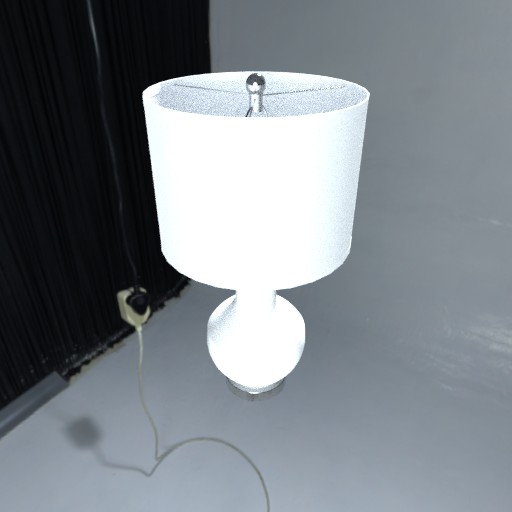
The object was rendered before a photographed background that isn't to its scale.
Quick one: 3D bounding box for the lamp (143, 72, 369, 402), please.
[{"bbox_3d":[0.000,0.000,0.870,0.357,0.673,0.357,19,36,28],"label":"lamp"}]
